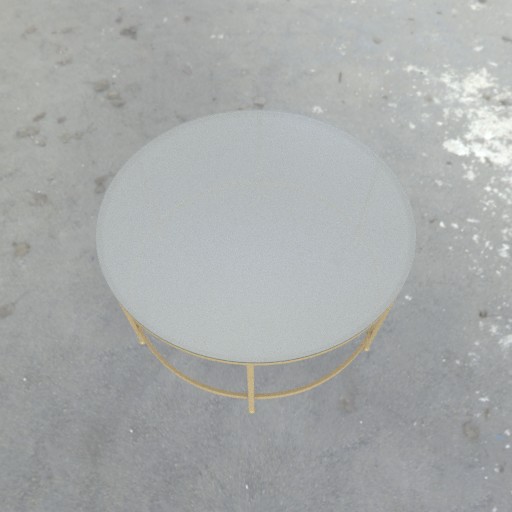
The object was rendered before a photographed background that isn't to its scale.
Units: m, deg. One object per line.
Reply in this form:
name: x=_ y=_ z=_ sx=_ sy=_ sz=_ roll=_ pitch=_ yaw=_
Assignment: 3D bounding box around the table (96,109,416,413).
table: x=0.000 y=0.000 z=1.484 sx=0.914 sy=0.470 sz=0.914 roll=0 pitch=57 yaw=0
